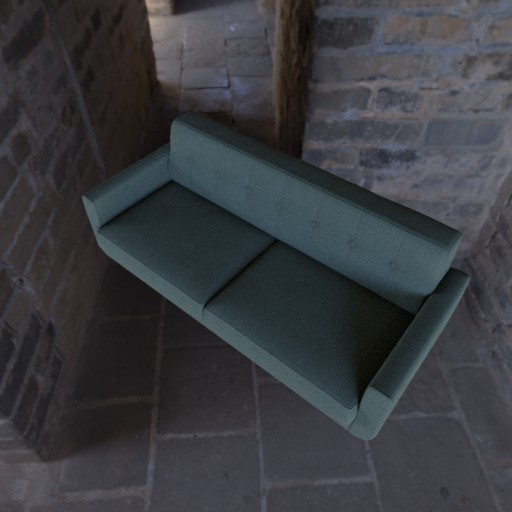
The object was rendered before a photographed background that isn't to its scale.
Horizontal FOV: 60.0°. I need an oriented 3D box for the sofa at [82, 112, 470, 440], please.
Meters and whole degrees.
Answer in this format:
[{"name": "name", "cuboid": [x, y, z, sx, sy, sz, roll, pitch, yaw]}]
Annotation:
[{"name": "sofa", "cuboid": [0.000, 0.000, 2.503, 2.029, 0.841, 0.909, 31, 54, 26]}]
